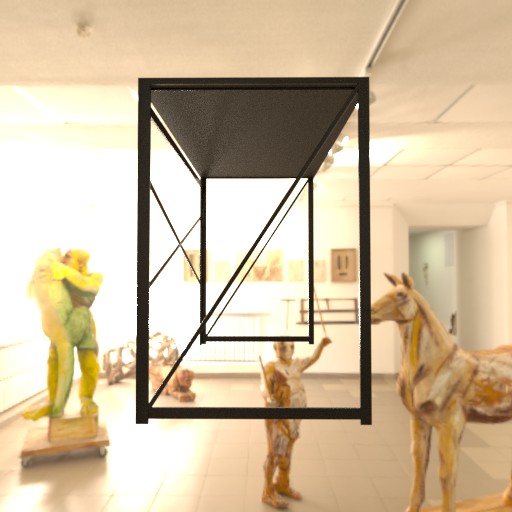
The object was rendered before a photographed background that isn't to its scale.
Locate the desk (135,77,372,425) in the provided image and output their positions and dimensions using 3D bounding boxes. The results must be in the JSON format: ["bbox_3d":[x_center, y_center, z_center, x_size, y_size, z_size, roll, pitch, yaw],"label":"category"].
[{"bbox_3d":[0.000,0.000,1.460,0.505,0.747,1.015,0,-2,1],"label":"desk"}]
